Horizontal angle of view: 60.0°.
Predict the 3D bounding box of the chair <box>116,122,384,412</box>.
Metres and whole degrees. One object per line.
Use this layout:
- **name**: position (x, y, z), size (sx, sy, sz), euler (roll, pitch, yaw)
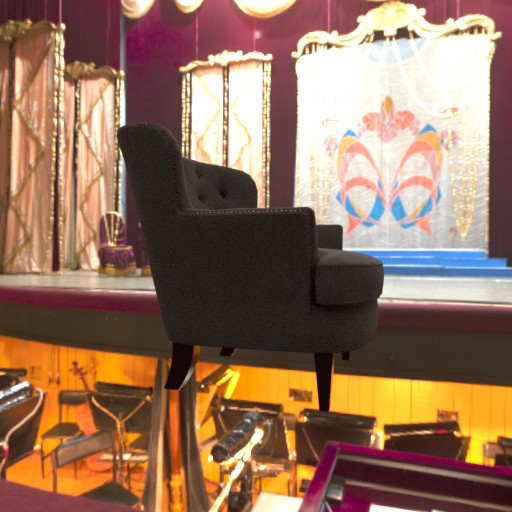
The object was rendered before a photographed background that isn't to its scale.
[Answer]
- **chair**: position (0.000, 0.000, 1.633), size (0.906, 0.868, 0.848), euler (0, 0, 17)
